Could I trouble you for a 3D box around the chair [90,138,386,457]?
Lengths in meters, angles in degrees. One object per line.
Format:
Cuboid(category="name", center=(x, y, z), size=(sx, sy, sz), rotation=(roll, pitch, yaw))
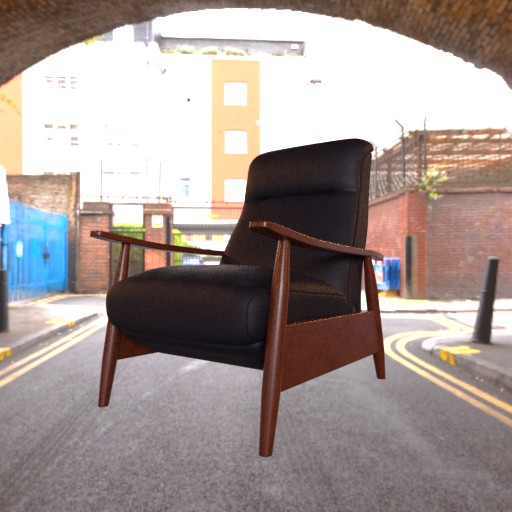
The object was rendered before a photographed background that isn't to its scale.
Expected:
Cuboid(category="chair", center=(0.000, 0.000, 1.783), size=(0.762, 1.082, 1.014), rotation=(0, -1, 35))
